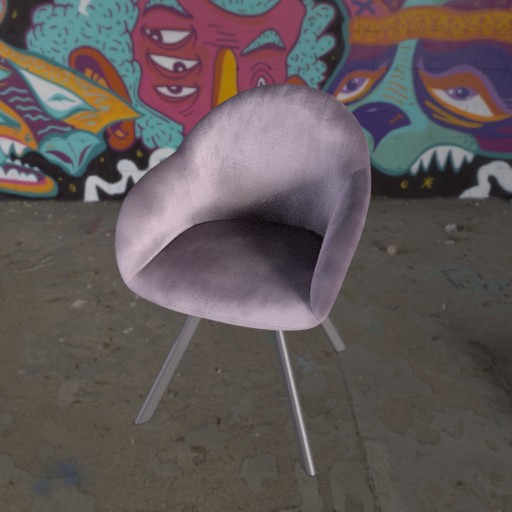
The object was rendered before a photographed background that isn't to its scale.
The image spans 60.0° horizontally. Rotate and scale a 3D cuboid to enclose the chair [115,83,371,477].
[{"bbox_3d":[0.000,0.000,1.168,0.550,0.795,0.590,9,29,17],"label":"chair"}]
